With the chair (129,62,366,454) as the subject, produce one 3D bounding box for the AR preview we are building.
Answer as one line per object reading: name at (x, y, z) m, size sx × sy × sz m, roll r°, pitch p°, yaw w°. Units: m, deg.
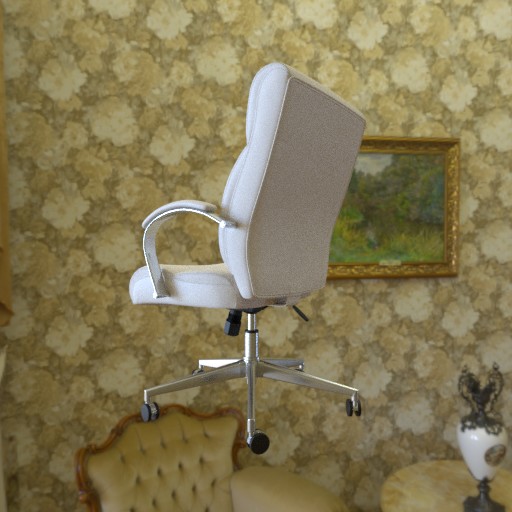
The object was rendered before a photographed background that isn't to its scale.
chair at (0.000, 0.000, 1.635) m, size 0.745 × 1.099 × 0.727 m, roll 1°, pitch 1°, yaw 36°
